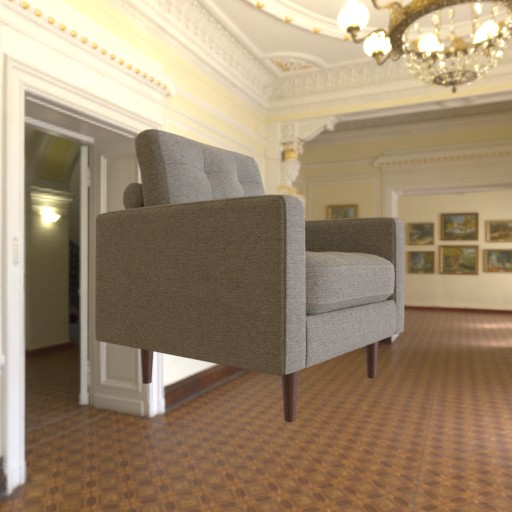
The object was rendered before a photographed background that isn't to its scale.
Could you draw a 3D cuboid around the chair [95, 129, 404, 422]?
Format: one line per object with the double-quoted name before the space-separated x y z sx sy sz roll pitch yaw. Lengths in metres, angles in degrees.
"chair" 0.000 0.000 1.590 0.843 0.880 0.821 0 -1 38
